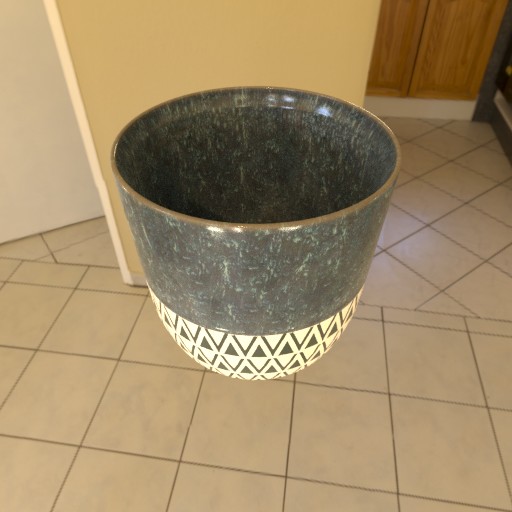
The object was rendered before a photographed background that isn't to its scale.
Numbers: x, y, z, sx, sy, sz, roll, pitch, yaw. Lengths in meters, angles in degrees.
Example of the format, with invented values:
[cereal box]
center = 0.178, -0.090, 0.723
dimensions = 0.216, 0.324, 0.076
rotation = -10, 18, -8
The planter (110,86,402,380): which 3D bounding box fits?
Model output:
[planter]
center = 0.000, 0.000, 0.375
dimensions = 0.195, 0.214, 0.195
rotation = 0, 42, 0
